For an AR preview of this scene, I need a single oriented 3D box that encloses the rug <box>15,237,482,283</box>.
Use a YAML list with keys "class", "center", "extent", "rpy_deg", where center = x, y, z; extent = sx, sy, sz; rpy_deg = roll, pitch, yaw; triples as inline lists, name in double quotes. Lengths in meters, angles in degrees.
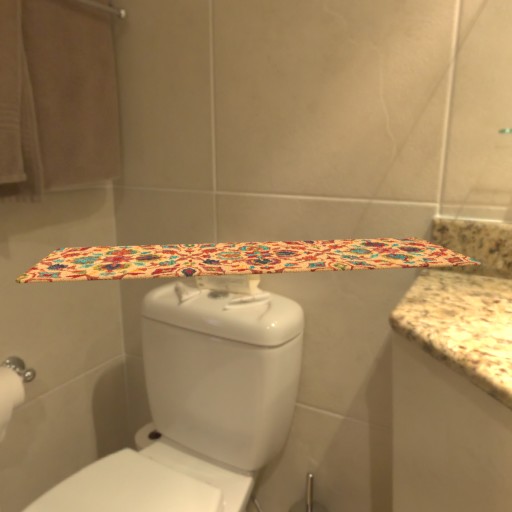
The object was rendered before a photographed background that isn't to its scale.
- class: "rug"
  center: [0.000, 0.000, 2.452]
  extent: [2.273, 0.016, 0.693]
  rpy_deg: [-2, 14, -8]
